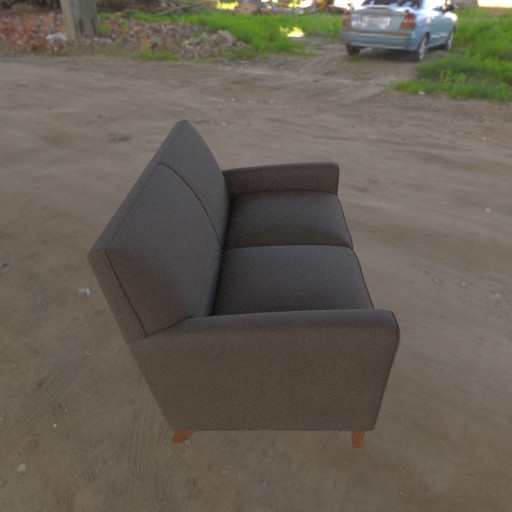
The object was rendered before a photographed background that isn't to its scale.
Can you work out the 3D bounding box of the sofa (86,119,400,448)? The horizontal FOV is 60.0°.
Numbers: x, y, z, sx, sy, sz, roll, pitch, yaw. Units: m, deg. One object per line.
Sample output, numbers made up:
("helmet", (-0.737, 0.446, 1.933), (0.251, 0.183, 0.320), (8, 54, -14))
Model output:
("sofa", (0.000, 0.000, 1.951), (0.871, 0.846, 1.420), (1, 31, 1))
